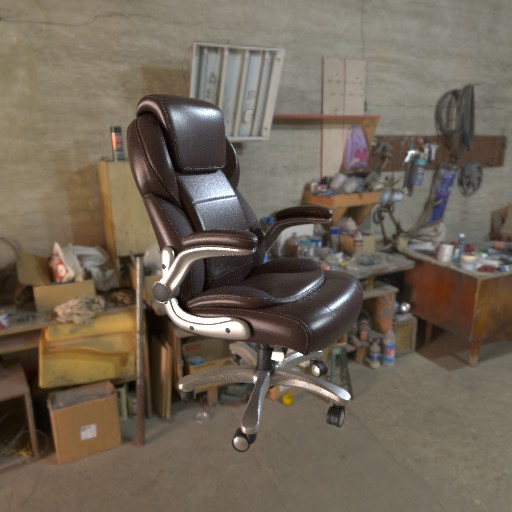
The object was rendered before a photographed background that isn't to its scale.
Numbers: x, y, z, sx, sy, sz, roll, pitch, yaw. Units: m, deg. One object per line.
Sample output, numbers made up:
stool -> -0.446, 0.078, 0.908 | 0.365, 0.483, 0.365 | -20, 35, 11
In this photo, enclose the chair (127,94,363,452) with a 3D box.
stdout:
chair -> 0.000, 0.000, 1.658 | 0.774, 1.160, 0.733 | 7, 15, 28
